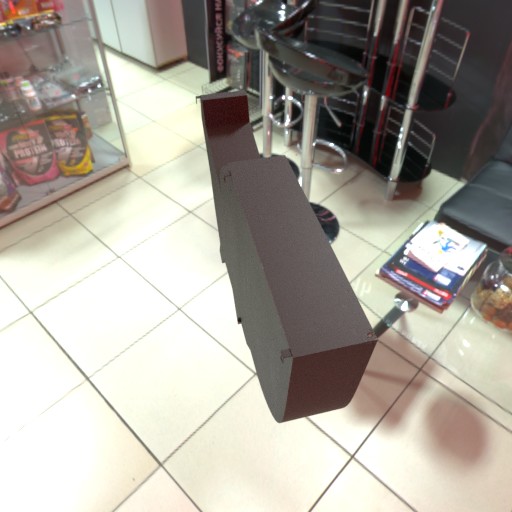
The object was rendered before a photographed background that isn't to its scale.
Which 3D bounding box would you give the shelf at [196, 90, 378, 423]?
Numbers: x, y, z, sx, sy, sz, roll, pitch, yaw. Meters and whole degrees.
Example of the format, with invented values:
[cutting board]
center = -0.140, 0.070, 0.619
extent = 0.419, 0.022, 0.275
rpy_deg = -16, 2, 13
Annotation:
[shelf]
center = 0.000, 0.000, 0.902
extent = 0.112, 0.439, 0.729
rpy_deg = -10, 47, -9
